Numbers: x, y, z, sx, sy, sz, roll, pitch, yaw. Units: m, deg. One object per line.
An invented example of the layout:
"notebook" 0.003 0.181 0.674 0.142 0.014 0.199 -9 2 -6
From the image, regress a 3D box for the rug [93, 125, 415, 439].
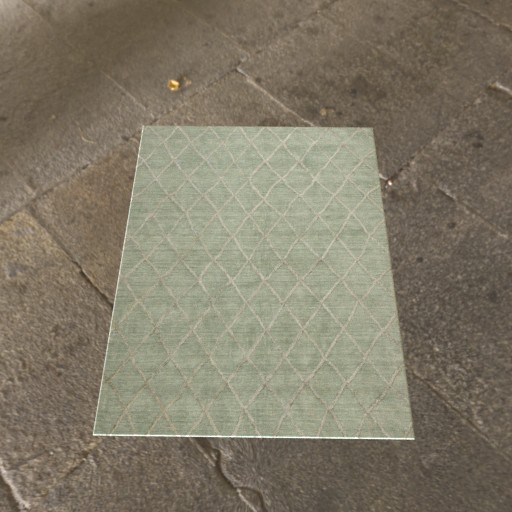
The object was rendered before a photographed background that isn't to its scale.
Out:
"rug" 0.000 0.000 4.004 2.420 0.019 3.039 1 64 0
